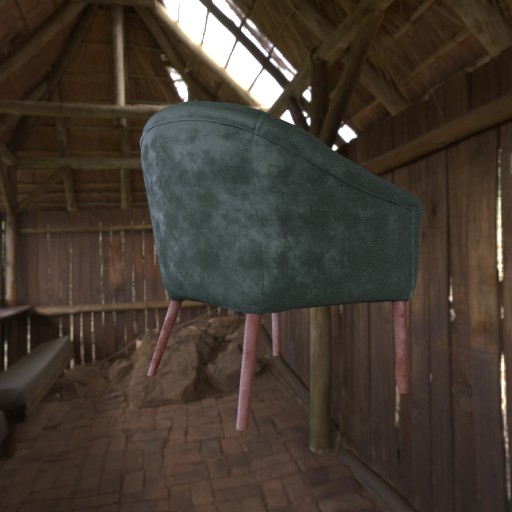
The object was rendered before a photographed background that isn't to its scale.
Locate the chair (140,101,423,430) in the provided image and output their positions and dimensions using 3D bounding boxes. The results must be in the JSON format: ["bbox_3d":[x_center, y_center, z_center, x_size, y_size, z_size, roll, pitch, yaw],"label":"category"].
[{"bbox_3d":[0.000,0.000,1.535,0.776,0.885,0.851,1,-1,-34],"label":"chair"}]
